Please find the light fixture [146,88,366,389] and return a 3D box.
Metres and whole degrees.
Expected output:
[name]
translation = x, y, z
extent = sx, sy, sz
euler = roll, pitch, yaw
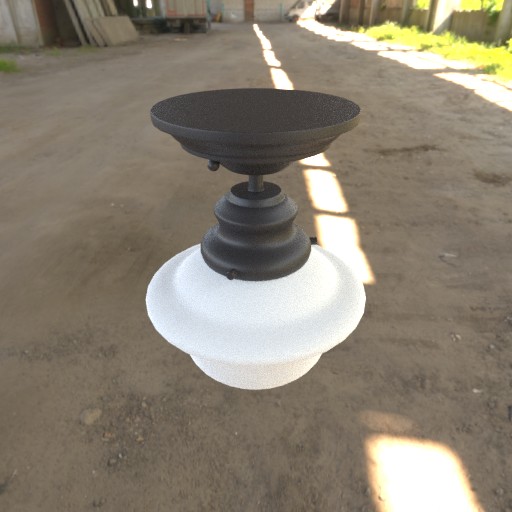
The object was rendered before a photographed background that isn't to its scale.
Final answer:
[light fixture]
translation = 0.000, 0.000, 0.388
extent = 0.197, 0.254, 0.197
euler = 0, 30, 0
